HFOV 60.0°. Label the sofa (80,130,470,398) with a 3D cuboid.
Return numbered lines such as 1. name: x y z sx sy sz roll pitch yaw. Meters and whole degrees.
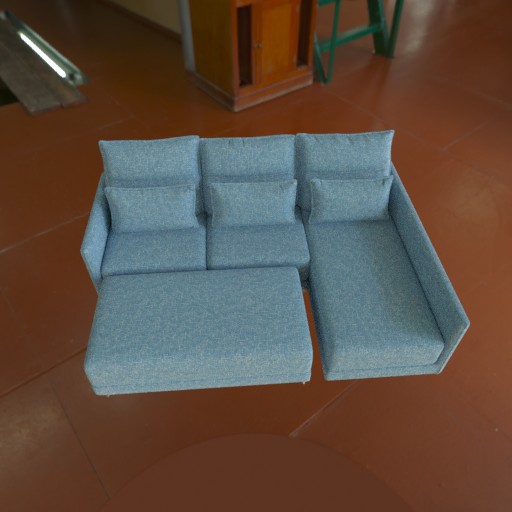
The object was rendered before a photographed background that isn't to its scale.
1. sofa: 0.000 0.000 2.734 2.034 0.899 1.420 -3 47 -3
